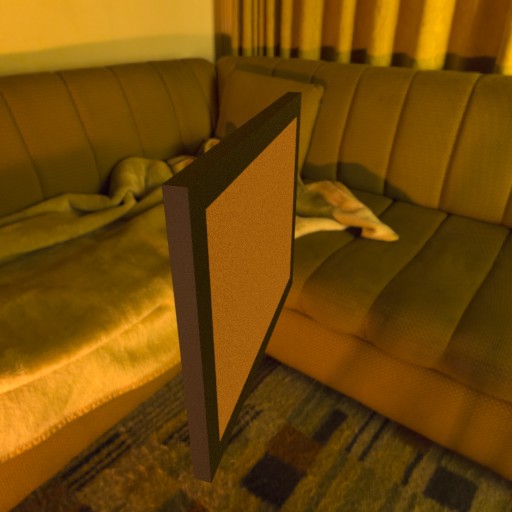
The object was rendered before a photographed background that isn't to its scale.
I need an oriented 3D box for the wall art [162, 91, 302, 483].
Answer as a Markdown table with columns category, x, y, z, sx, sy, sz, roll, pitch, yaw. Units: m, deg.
| category | x | y | z | sx | sy | sz | roll | pitch | yaw |
| --- | --- | --- | --- | --- | --- | --- | --- | --- | --- |
| wall art | 0.000 | 0.000 | 0.776 | 0.028 | 0.460 | 0.561 | 8 | 30 | 14 |
